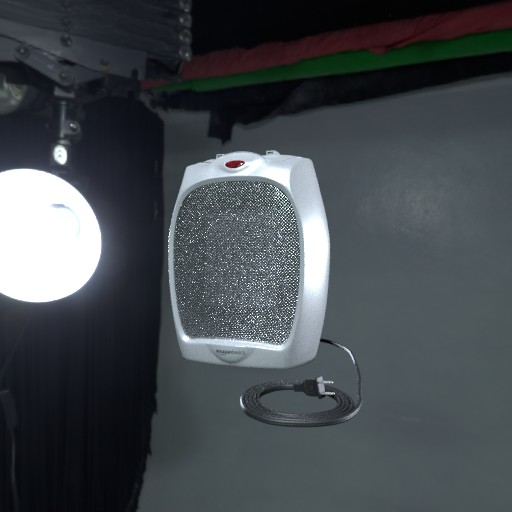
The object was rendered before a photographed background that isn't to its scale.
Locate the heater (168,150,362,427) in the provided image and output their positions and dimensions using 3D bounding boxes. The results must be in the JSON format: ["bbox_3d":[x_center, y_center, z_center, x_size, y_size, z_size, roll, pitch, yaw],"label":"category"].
[{"bbox_3d":[0.000,0.000,0.474,0.239,0.240,0.291,0,1,19],"label":"heater"}]
